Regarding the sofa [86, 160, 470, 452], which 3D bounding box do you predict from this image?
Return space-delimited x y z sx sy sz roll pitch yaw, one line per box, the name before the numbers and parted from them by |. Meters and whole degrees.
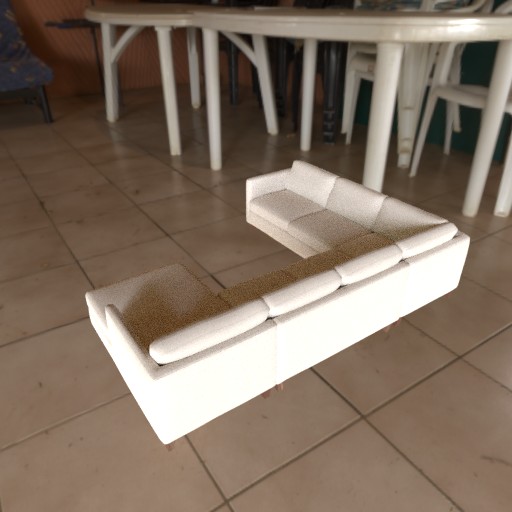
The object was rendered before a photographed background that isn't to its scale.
sofa | 0.000 0.000 4.402 3.238 0.853 2.551 -19 35 -30
